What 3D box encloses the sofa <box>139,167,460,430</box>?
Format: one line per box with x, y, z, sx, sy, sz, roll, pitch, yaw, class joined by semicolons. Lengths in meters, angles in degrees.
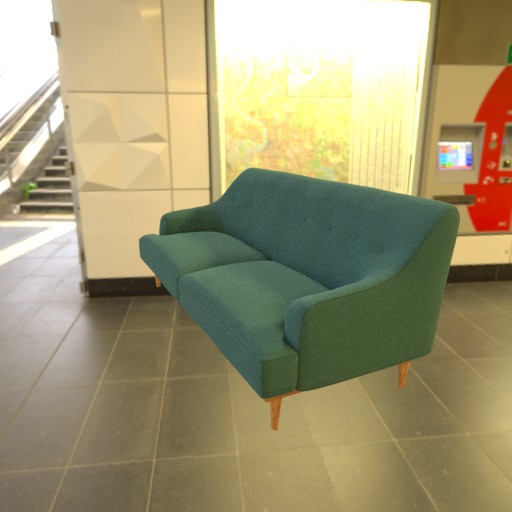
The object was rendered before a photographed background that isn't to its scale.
0.000;0.000;2.628;0.978;0.871;2.057;-8;18;-25;sofa
